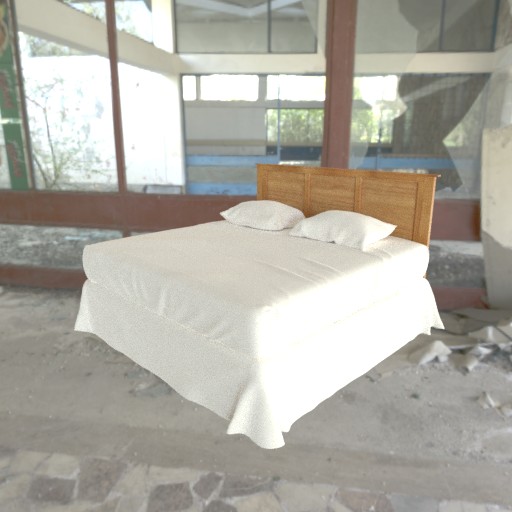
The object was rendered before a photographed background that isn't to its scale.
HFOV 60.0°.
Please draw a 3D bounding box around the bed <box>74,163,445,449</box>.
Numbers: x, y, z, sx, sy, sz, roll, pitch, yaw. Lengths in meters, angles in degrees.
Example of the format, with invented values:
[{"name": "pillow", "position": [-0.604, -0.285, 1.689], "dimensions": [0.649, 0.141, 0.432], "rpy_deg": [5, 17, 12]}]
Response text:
[{"name": "bed", "position": [0.000, 0.000, 3.552], "dimensions": [2.317, 1.270, 2.215], "rpy_deg": [15, 21, 43]}]
